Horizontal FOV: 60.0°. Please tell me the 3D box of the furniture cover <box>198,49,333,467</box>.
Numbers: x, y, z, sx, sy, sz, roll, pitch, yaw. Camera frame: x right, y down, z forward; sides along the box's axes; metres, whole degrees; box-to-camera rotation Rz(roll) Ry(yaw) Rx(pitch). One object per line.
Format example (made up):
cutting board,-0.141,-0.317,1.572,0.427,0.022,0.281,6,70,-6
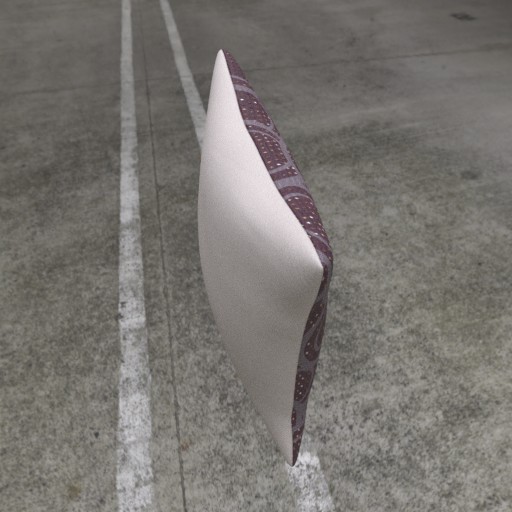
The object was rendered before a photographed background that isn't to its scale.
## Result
furniture cover,0.000,0.000,0.779,0.193,0.509,0.552,-9,46,-9
